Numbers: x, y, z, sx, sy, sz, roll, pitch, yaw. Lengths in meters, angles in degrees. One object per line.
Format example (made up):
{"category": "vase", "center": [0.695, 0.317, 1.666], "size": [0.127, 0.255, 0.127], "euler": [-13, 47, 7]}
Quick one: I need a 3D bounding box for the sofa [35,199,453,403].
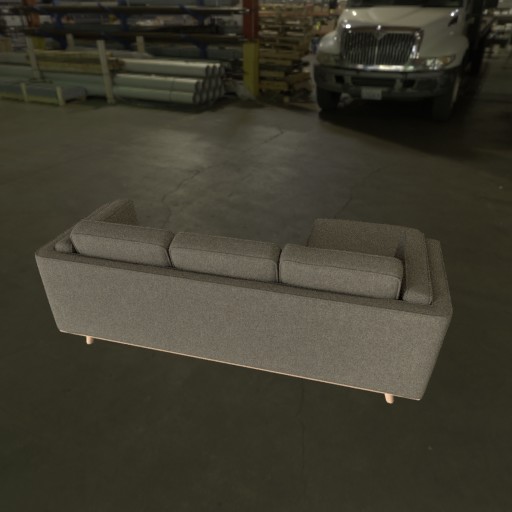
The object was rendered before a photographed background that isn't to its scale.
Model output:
{"category": "sofa", "center": [0.000, 0.000, 3.194], "size": [2.411, 0.929, 1.604], "euler": [8, 30, 13]}
